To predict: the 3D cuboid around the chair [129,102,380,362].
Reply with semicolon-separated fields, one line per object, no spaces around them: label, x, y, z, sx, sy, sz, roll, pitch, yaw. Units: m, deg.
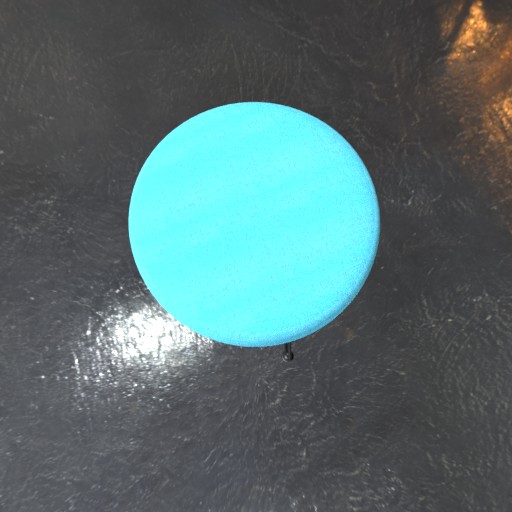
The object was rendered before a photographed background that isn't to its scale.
chair;0.000;0.000;0.712;0.350;0.440;0.350;-22;76;-6
